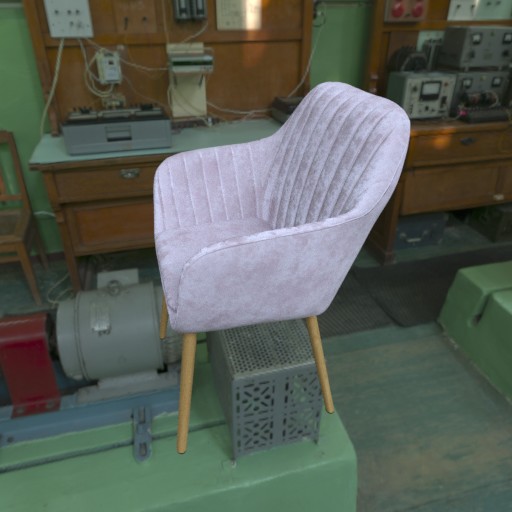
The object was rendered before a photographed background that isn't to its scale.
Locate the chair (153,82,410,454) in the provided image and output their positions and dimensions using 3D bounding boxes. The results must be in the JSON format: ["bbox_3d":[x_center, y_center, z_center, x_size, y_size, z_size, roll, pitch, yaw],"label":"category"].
[{"bbox_3d":[0.000,0.000,1.212,0.570,0.832,0.610,-9,32,-14],"label":"chair"}]
